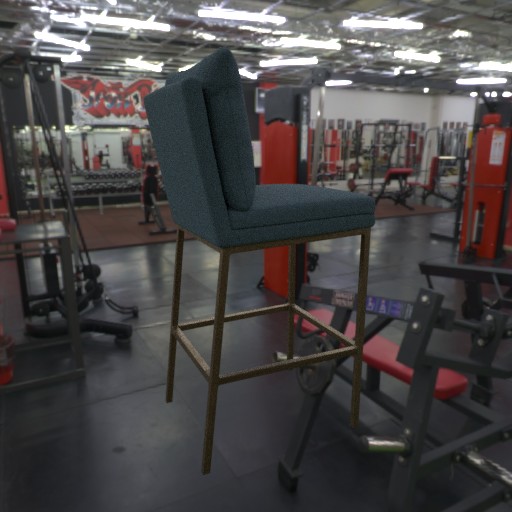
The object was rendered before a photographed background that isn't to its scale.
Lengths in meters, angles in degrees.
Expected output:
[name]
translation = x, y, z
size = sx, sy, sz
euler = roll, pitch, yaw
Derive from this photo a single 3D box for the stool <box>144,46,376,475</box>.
[stool]
translation = 0.000, 0.000, 1.410
size = 0.568, 1.124, 0.463
euler = -7, 16, -25
